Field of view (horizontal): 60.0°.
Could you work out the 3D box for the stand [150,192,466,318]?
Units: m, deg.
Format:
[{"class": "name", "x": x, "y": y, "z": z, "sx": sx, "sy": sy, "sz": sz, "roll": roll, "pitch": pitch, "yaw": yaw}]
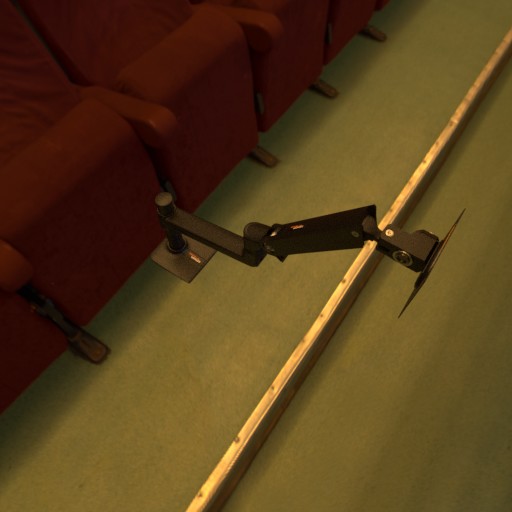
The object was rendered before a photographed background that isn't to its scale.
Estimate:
[{"class": "stand", "x": 0.000, "y": 0.000, "z": 1.019, "sx": 0.650, "sy": 0.713, "sz": 0.152, "roll": 31, "pitch": 64, "yaw": 17}]
